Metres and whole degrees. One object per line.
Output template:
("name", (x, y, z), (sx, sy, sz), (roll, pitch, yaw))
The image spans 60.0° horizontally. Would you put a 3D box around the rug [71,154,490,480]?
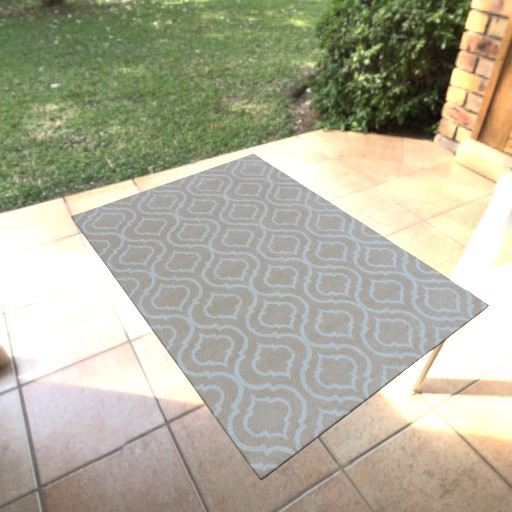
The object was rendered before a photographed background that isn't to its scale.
("rug", (0.000, 0.000, 2.666), (1.524, 0.010, 2.134), (-25, 46, -27))
